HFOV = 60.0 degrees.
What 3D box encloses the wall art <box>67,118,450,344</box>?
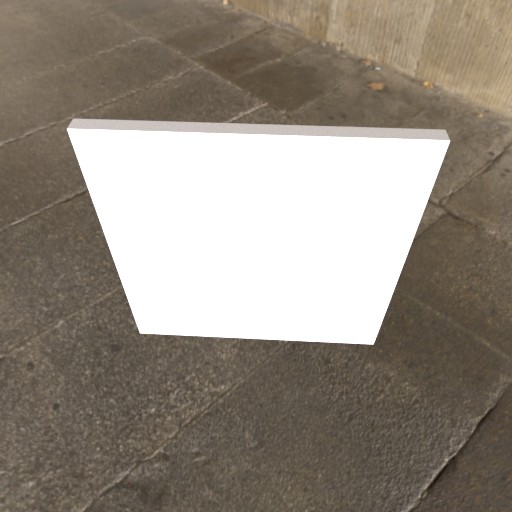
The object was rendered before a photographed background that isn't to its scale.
[{"bbox_3d":[0.000,0.000,0.862,0.559,0.559,0.028,2,48,2],"label":"wall art"}]
